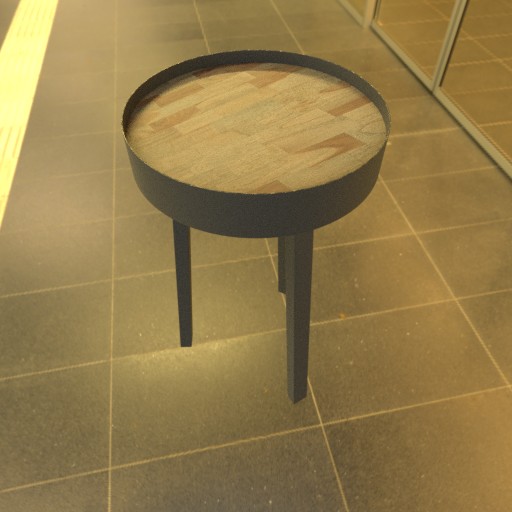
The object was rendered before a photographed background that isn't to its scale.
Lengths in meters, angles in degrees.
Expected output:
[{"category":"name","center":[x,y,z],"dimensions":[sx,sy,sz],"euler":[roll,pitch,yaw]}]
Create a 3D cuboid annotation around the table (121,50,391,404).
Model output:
[{"category":"table","center":[0.000,0.000,0.937],"dimensions":[0.406,0.686,0.406],"euler":[-24,53,-20]}]
